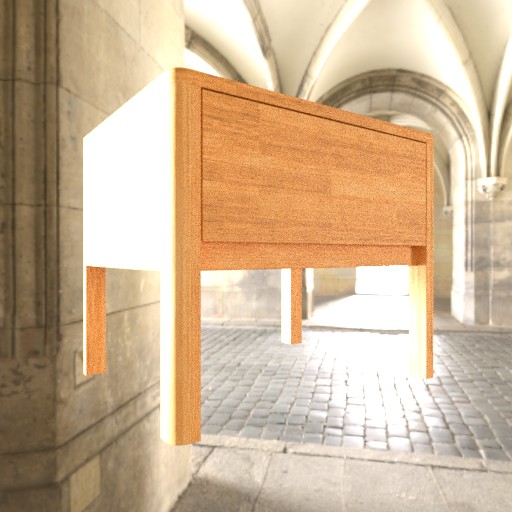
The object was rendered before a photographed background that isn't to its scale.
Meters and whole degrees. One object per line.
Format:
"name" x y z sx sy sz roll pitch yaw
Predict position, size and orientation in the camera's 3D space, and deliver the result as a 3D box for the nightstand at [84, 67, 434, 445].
"nightstand" 0.000 0.000 0.883 0.560 0.470 0.440 0 0 -35
